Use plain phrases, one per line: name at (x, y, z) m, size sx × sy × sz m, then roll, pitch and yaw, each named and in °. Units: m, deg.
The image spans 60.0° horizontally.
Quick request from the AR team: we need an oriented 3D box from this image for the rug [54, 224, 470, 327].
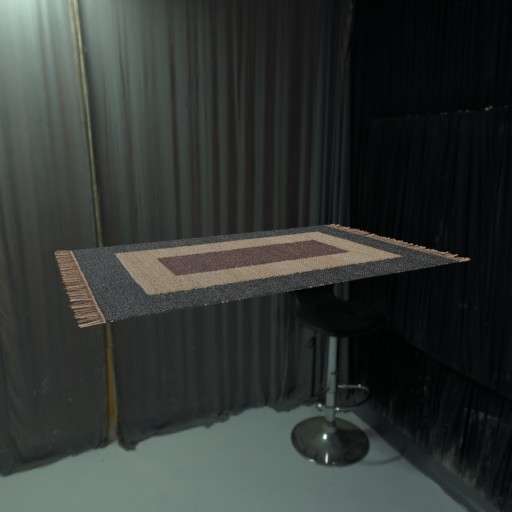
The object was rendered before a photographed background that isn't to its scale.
rug at (0.000, 0.000, 2.490) m, size 2.021 × 0.027 × 1.224 m, roll -7°, pitch 16°, yaw -26°
